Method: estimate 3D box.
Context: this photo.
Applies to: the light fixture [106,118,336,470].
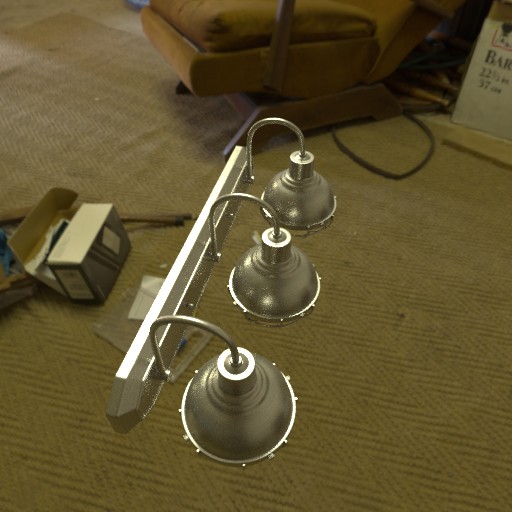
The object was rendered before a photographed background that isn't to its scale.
[{"bbox_3d":[0.000,0.000,0.748,0.229,0.254,0.634,10,46,10],"label":"light fixture"}]
